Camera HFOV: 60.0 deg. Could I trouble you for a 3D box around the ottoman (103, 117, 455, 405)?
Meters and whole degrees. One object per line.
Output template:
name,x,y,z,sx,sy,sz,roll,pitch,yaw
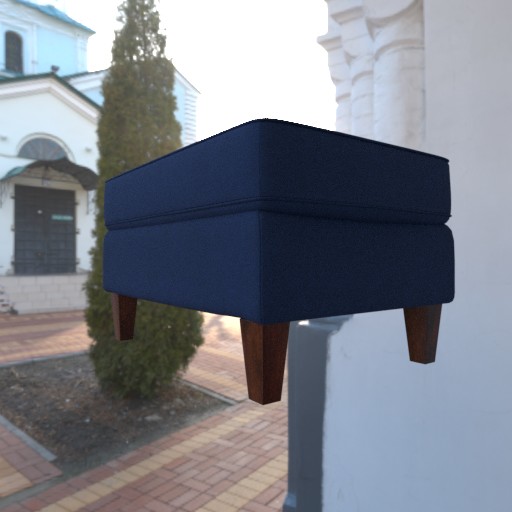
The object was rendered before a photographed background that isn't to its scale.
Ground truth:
ottoman,0.000,0.000,1.389,0.686,0.584,0.965,0,0,-36
